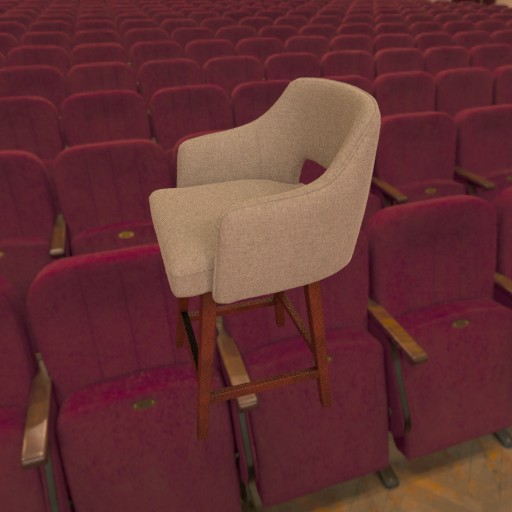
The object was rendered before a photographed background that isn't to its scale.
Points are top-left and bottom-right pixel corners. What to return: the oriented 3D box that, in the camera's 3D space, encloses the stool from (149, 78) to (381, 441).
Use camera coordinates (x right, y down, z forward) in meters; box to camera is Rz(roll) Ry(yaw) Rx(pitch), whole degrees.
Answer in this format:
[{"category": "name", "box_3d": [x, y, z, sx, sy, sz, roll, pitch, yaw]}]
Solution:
[{"category": "stool", "box_3d": [0.000, 0.000, 1.331, 0.558, 0.944, 0.599, -9, 32, -15]}]
